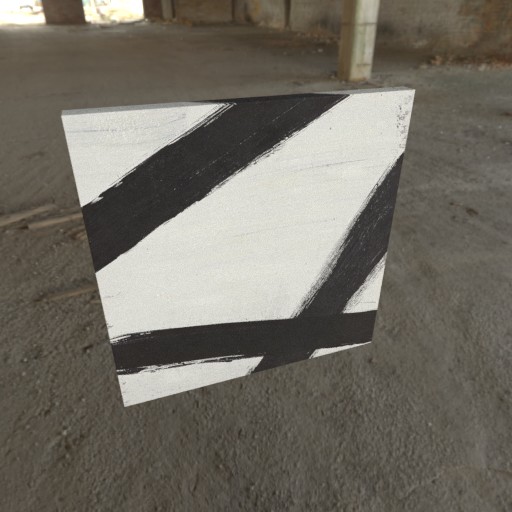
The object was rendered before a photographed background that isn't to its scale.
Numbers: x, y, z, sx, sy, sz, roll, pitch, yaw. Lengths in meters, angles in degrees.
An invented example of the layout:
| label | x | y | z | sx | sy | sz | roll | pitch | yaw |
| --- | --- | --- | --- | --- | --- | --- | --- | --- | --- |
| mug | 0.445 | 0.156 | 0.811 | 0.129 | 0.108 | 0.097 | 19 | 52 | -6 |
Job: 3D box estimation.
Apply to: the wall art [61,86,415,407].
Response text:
| label | x | y | z | sx | sy | sz | roll | pitch | yaw |
| --- | --- | --- | --- | --- | --- | --- | --- | --- | --- |
| wall art | 0.000 | 0.000 | 1.124 | 0.765 | 0.765 | 0.046 | -10 | 32 | -17 |
